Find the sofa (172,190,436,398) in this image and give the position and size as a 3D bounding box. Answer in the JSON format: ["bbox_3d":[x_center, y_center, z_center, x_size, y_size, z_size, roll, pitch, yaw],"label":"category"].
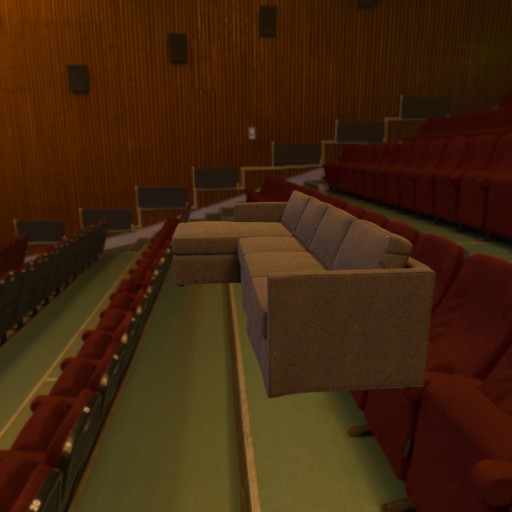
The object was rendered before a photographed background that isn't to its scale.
[{"bbox_3d":[0.000,0.000,3.923,1.650,0.922,3.205,-1,14,-6],"label":"sofa"}]
